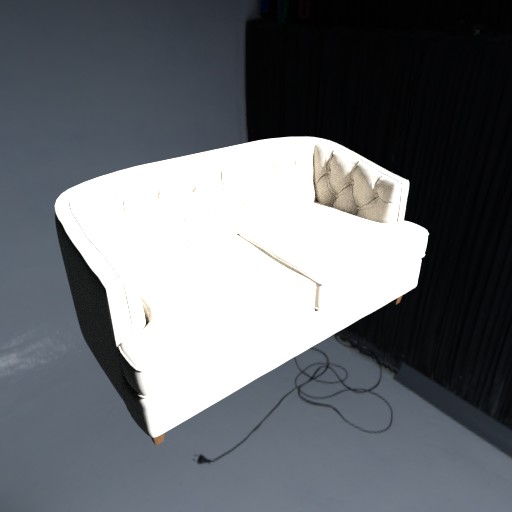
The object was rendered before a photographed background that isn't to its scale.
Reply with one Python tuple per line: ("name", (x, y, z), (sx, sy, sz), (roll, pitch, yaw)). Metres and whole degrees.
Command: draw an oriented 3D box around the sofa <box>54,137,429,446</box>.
("sofa", (0.000, 0.000, 2.270), (1.731, 0.878, 0.940), (-21, 36, -33))
